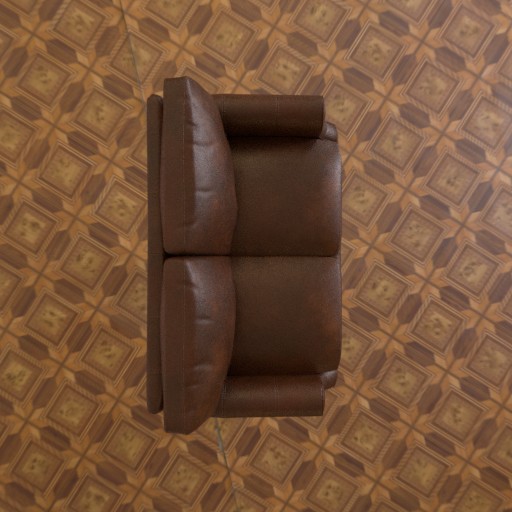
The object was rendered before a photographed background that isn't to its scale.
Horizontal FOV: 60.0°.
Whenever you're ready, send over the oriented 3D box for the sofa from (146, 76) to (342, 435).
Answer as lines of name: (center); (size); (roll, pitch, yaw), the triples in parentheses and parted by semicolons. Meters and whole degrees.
sofa: (0.000, 0.000, 2.300); (0.990, 0.976, 1.616); (0, 90, 0)
